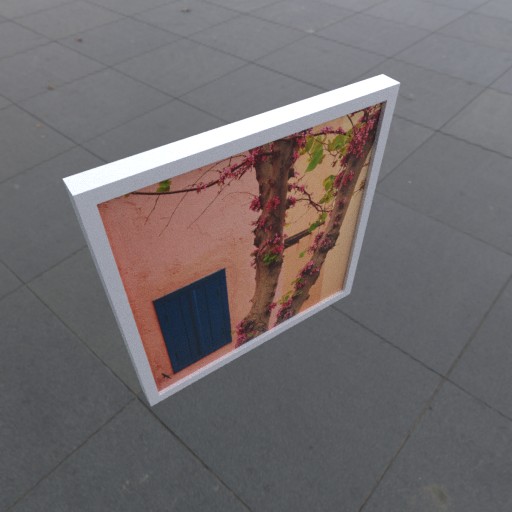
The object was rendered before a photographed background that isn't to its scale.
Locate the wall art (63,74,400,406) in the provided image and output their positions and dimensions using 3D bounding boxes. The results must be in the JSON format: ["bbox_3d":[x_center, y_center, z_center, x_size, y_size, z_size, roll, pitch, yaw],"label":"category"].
[{"bbox_3d":[0.000,0.000,0.777,0.507,0.508,0.038,-25,51,-23],"label":"wall art"}]
